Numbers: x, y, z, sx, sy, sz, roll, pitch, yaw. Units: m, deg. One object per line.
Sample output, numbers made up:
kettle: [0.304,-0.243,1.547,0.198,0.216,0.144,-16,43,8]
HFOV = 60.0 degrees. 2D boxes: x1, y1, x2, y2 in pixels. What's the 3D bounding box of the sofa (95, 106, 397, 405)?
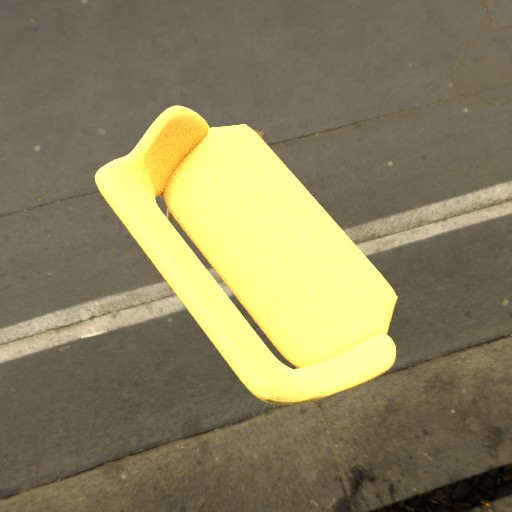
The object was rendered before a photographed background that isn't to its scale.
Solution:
sofa: [0.000,0.000,1.653,0.610,0.840,1.150,-37,78,-9]
